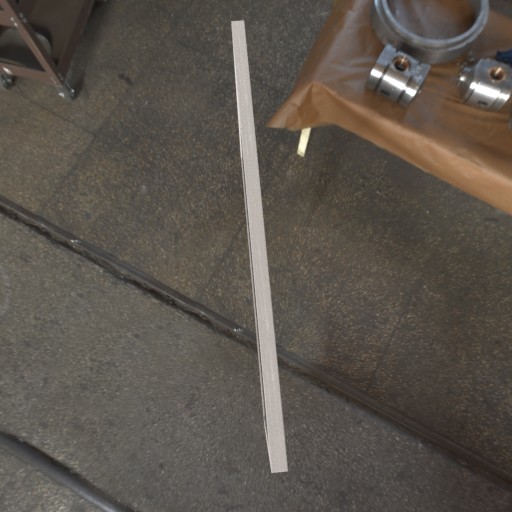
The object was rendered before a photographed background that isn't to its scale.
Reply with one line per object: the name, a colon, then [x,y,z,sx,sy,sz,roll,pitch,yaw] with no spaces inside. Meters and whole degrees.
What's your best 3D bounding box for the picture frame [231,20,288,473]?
picture frame: [0.000,0.000,1.205,0.029,0.640,0.950,-5,76,-1]
